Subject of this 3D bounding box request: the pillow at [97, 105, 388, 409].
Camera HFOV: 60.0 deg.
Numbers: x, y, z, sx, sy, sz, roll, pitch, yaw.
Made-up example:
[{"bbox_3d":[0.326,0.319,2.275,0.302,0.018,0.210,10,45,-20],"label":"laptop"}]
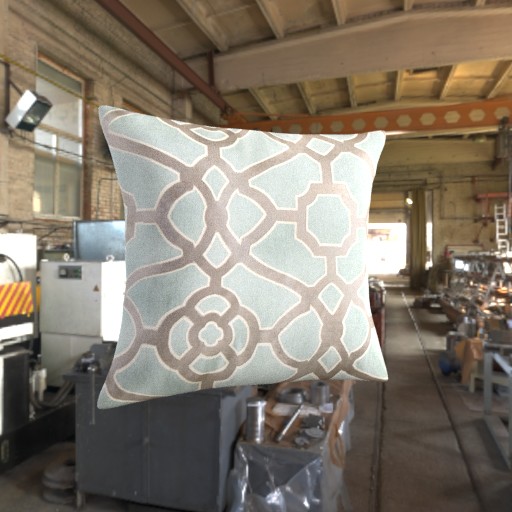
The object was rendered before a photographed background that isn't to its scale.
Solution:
[{"bbox_3d":[0.000,0.000,0.818,0.552,0.508,0.166,0,0,-17],"label":"pillow"}]
